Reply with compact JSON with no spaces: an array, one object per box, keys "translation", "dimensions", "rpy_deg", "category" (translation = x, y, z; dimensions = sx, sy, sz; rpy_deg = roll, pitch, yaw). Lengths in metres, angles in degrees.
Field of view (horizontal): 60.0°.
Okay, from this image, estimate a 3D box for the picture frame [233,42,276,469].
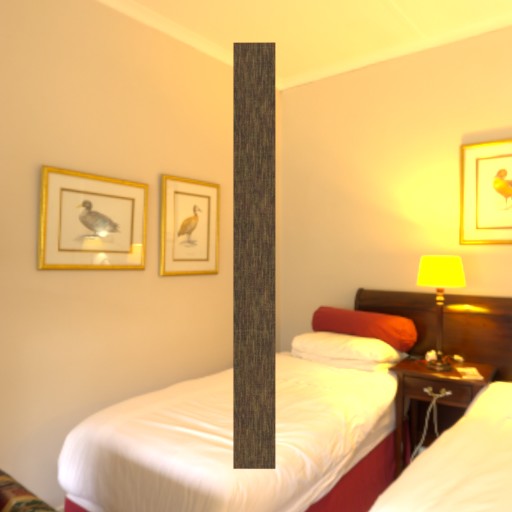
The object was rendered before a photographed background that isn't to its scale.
[{"translation":[0.000,0.000,0.532],"dimensions":[0.033,0.330,0.378],"rpy_deg":[0,0,0],"category":"picture frame"}]
